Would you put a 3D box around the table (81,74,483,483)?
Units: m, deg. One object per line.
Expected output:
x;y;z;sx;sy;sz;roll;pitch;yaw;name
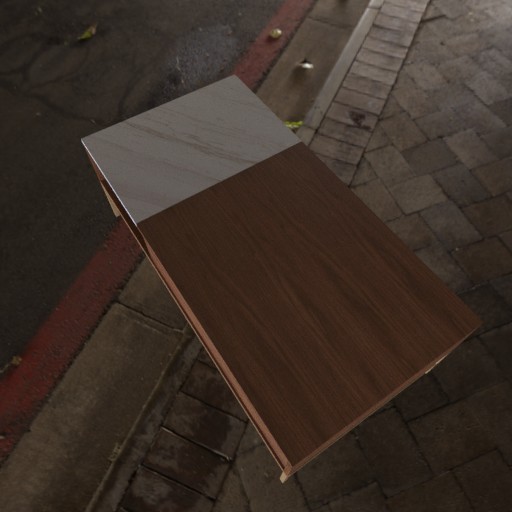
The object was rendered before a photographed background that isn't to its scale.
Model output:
0.000;0.000;1.935;0.789;0.551;1.553;-30;63;-17;table
